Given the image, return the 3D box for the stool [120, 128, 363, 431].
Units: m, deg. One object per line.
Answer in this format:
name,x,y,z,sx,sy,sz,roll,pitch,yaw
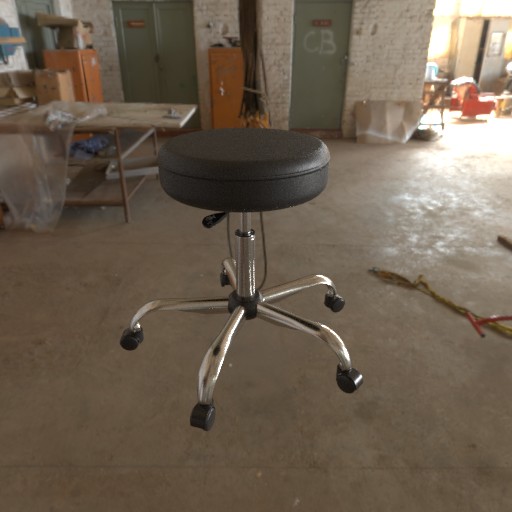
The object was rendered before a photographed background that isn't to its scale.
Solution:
stool,0.000,0.000,1.145,0.638,0.576,0.673,18,32,32
